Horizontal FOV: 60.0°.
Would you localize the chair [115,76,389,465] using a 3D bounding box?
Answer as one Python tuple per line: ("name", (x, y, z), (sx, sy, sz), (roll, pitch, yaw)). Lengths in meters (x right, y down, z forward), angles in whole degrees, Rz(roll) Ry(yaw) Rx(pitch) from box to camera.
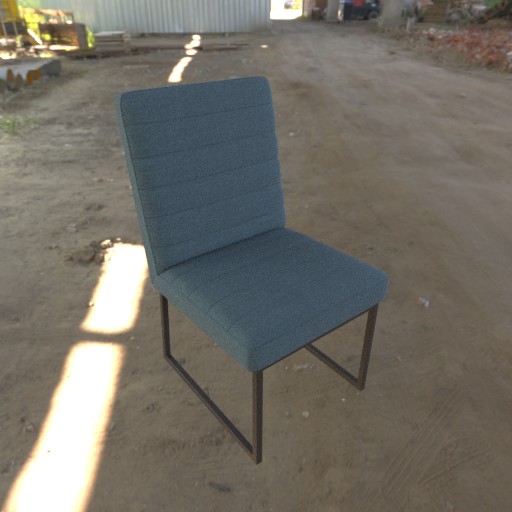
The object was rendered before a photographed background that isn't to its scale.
("chair", (0.000, 0.000, 1.346), (0.520, 0.930, 0.634), (-21, 36, -32))
